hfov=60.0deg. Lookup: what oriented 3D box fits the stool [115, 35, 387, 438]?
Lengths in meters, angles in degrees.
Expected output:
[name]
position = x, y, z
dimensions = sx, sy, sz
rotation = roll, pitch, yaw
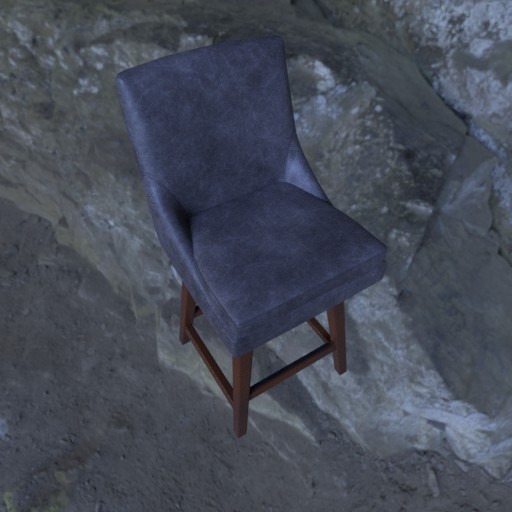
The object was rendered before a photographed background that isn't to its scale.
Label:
[stool]
position = 0.000, 0.000, 1.343
dimensions = 0.492, 1.046, 0.587
rotation = -24, 51, -22
